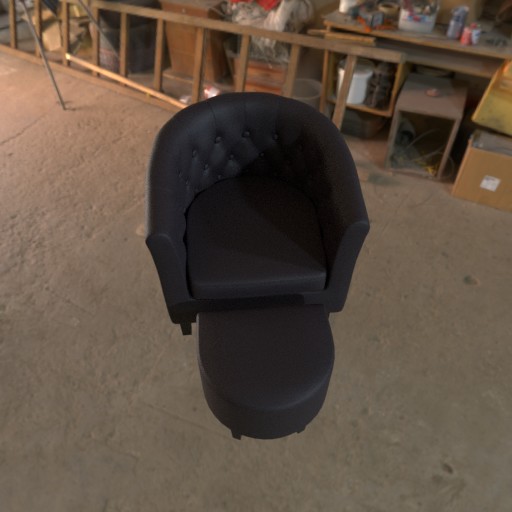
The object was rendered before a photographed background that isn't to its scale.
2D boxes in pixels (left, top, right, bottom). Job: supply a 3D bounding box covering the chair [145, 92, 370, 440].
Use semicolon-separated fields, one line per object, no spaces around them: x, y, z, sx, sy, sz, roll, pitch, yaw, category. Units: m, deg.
0.000;0.000;1.684;0.763;0.760;1.191;-4;47;-4;chair
